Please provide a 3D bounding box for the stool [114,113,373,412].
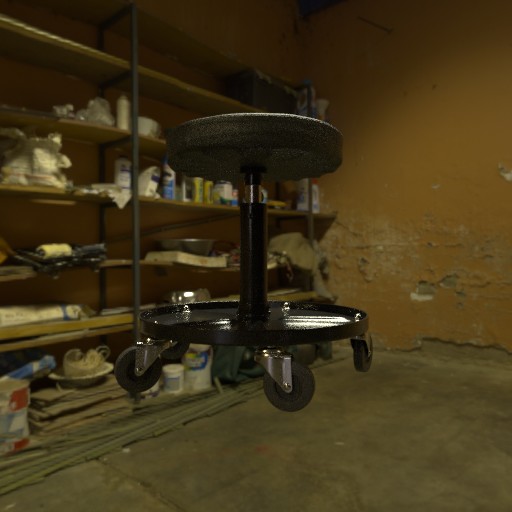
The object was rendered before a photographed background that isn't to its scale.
[{"bbox_3d":[0.000,0.000,0.697,0.381,0.365,0.382,0,0,-1],"label":"stool"}]
